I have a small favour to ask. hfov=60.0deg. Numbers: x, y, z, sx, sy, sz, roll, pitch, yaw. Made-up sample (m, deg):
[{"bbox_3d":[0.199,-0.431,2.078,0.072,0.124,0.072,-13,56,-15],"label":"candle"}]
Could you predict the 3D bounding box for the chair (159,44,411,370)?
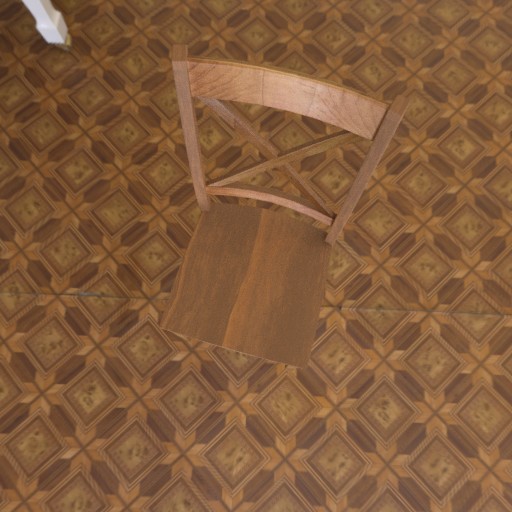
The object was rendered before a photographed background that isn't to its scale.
[{"bbox_3d":[0.000,0.000,1.282,0.485,0.983,0.542,15,75,4],"label":"chair"}]
